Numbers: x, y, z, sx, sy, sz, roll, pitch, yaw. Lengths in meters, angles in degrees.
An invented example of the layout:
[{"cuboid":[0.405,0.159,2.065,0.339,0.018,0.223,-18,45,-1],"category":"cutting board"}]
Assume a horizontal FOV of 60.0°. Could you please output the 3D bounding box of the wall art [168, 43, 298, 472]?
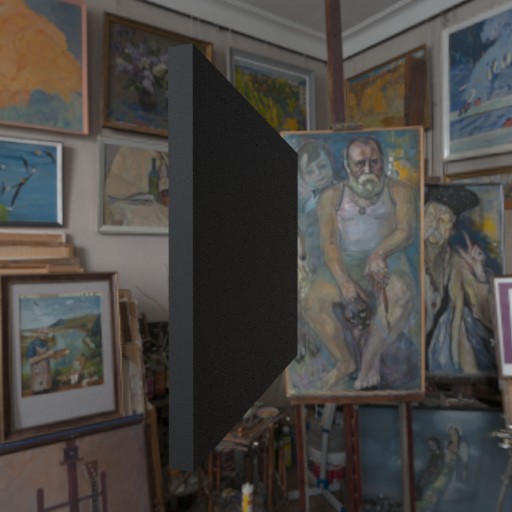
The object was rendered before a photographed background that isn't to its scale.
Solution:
[{"cuboid":[0.000,0.000,0.742,0.029,0.457,0.558,0,1,17],"category":"wall art"}]
